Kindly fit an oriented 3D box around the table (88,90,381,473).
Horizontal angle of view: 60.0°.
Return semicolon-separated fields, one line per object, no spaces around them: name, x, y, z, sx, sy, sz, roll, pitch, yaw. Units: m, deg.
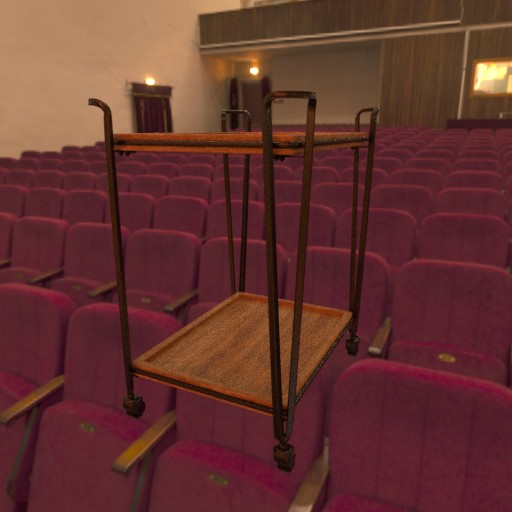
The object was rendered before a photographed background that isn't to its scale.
table;0.000;0.000;1.207;0.505;0.785;0.672;8;18;25
